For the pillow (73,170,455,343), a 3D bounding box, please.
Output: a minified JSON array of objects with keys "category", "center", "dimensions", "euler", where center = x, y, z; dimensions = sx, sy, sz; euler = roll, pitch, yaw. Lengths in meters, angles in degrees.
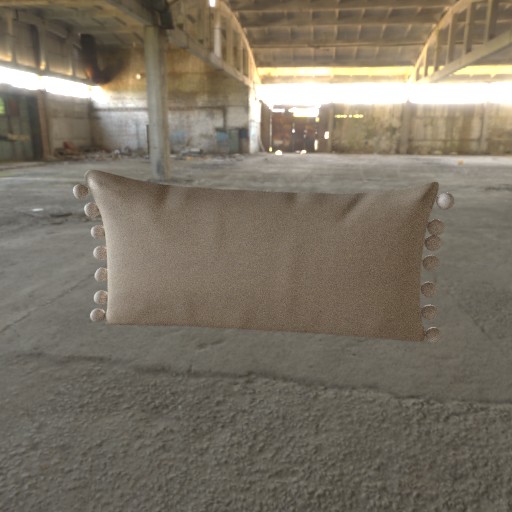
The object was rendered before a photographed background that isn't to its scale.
[{"category":"pillow","center":[0.000,0.000,0.857],"dimensions":[0.709,0.322,0.201],"euler":[2,15,8]}]
